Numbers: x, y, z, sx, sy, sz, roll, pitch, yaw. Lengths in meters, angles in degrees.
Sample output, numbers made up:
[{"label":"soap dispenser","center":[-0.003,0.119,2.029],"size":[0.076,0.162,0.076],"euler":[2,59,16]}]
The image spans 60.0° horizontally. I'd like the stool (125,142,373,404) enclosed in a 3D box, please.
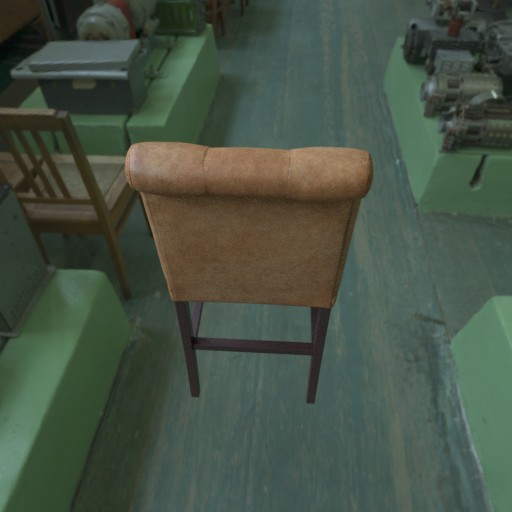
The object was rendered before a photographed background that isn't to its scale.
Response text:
[{"label":"stool","center":[0.000,0.000,1.359],"size":[0.493,1.047,0.601],"euler":[2,46,2]}]
